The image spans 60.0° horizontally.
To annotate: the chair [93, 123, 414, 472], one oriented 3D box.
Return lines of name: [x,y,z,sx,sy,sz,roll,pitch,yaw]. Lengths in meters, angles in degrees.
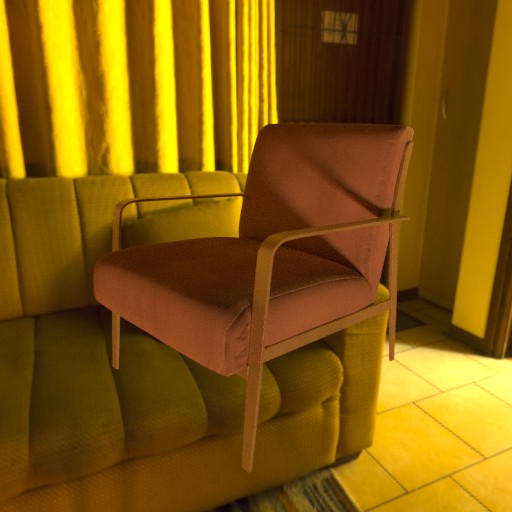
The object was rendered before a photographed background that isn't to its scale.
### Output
chair: [0.000,0.000,1.444,0.848,0.823,0.701,-16,24,-42]
